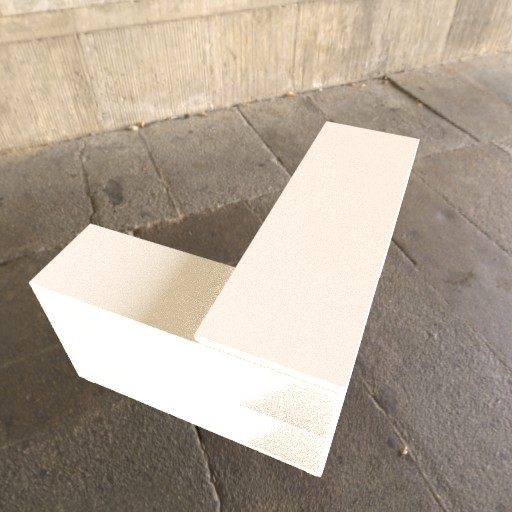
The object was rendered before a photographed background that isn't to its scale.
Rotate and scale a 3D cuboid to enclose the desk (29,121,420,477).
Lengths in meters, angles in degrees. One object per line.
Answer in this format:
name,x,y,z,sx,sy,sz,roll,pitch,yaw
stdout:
desk,0.000,0.000,2.219,1.199,0.759,1.524,16,47,16
